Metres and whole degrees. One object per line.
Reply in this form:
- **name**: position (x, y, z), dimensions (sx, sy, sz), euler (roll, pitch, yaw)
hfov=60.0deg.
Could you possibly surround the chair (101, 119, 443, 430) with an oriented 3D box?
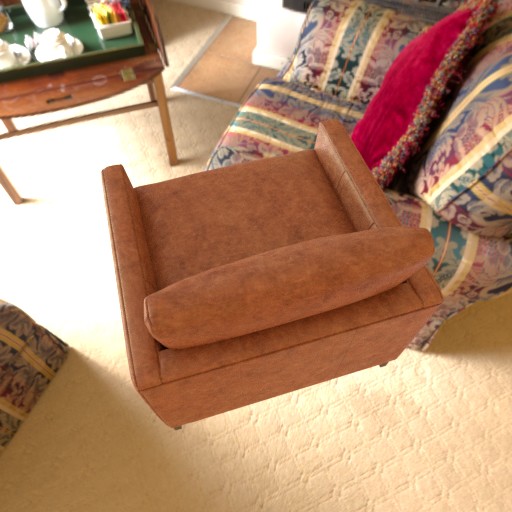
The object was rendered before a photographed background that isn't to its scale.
- **chair**: position (0.000, 0.000, 1.625), dimensions (0.967, 0.869, 0.862), euler (-14, 59, -9)
